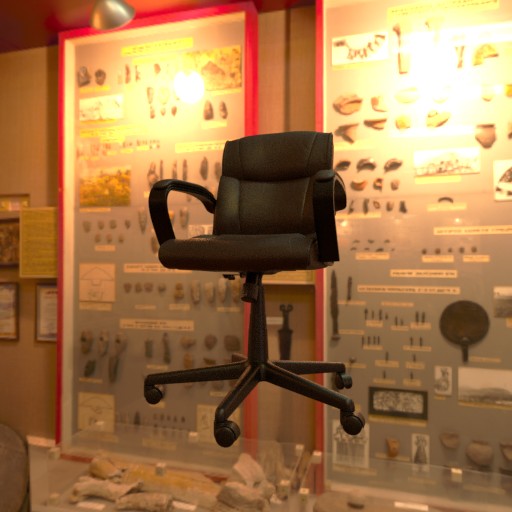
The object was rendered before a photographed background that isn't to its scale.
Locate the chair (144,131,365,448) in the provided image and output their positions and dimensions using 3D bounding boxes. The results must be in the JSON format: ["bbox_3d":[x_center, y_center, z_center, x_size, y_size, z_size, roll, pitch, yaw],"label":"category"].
[{"bbox_3d":[0.000,0.000,1.504,0.739,1.004,0.717,0,0,17],"label":"chair"}]
